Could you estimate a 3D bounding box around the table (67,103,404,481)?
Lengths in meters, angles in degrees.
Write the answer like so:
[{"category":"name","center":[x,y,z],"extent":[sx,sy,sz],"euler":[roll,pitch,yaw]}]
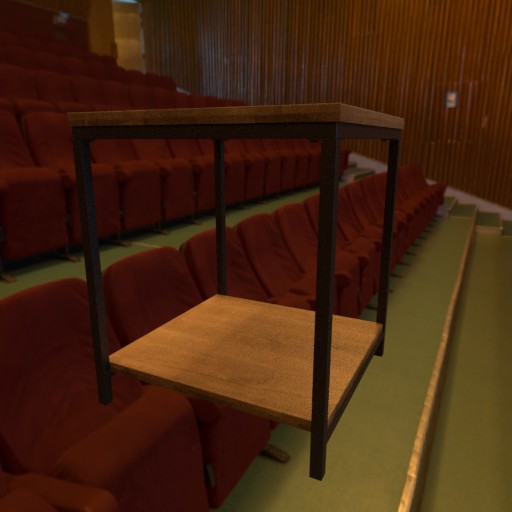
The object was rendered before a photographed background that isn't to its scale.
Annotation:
[{"category":"table","center":[0.000,0.000,0.978],"extent":[0.503,0.589,0.507],"euler":[7,16,26]}]
